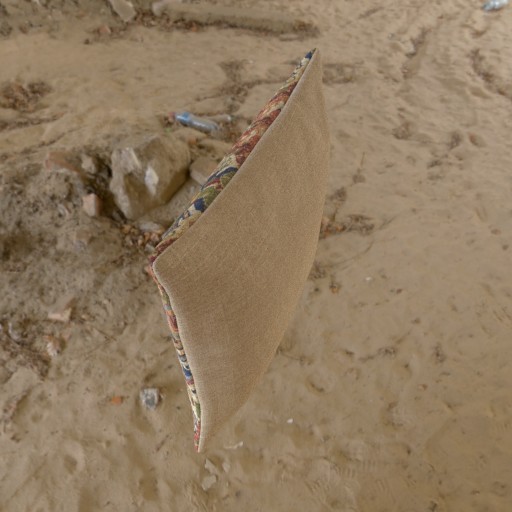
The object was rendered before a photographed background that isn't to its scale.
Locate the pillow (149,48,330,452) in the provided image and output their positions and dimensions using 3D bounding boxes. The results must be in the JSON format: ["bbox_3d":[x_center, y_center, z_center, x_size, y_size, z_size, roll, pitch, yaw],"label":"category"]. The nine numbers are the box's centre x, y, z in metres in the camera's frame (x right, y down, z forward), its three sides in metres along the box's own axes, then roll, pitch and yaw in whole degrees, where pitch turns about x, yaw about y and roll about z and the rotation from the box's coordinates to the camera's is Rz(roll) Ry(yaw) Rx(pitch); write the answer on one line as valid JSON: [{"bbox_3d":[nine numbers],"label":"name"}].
[{"bbox_3d":[0.000,0.000,0.751,0.166,0.506,0.523,17,49,15],"label":"pillow"}]
